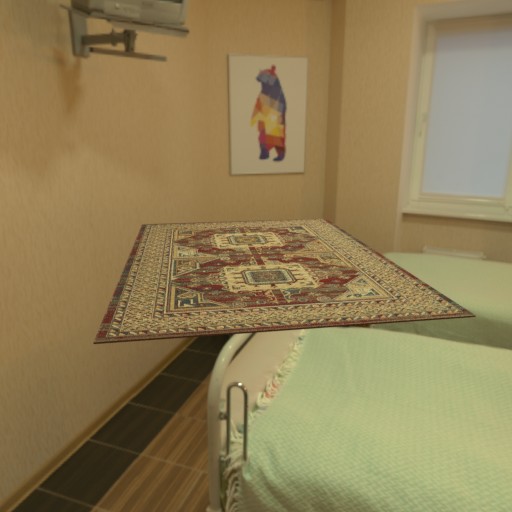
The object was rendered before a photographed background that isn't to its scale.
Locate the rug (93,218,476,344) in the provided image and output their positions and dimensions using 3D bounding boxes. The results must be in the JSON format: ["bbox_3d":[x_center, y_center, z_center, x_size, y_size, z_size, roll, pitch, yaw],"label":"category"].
[{"bbox_3d":[0.000,0.000,4.212,2.381,0.013,3.197,-3,17,-9],"label":"rug"}]
